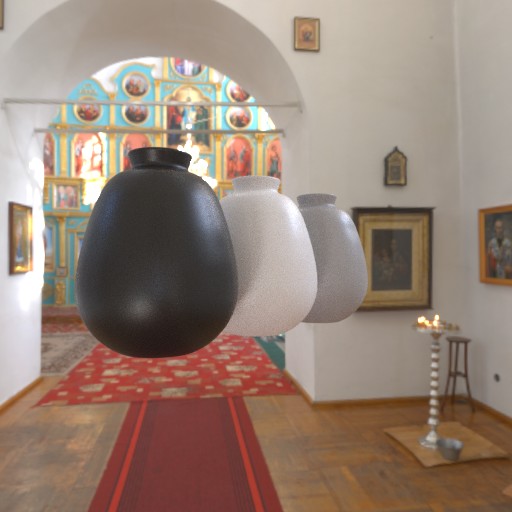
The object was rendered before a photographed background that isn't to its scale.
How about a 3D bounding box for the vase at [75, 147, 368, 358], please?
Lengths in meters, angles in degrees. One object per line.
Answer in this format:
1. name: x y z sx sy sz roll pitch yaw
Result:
1. vase: 0.000 0.000 0.355 0.097 0.122 0.297 -1 -2 37
